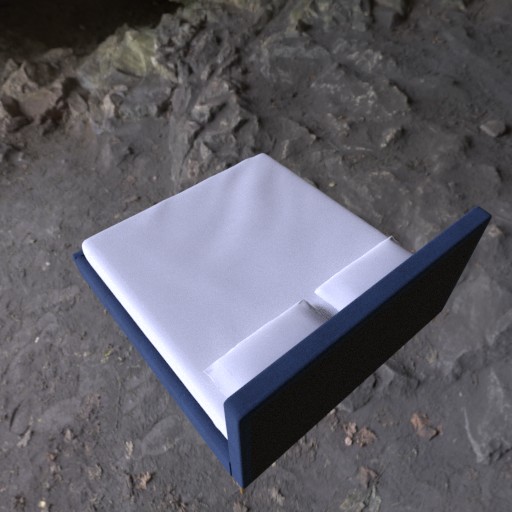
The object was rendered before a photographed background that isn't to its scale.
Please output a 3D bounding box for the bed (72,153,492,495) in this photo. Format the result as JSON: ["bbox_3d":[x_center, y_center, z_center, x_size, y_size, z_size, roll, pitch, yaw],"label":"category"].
[{"bbox_3d":[0.000,0.000,3.379,2.096,1.231,2.232,-32,55,-26],"label":"bed"}]
